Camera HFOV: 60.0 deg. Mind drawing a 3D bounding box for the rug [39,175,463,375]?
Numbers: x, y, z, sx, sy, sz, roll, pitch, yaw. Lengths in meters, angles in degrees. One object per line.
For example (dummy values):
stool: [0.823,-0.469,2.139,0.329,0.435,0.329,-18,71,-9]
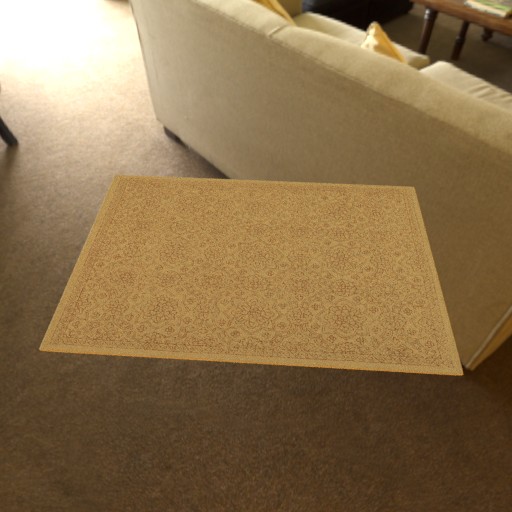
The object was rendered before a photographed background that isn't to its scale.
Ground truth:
rug: [0.000,0.000,2.302,1.829,0.010,1.219,3,49,2]
